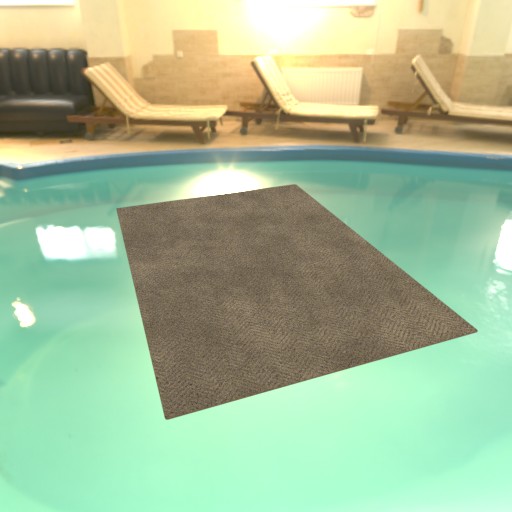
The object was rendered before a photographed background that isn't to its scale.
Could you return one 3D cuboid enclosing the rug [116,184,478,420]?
[{"bbox_3d":[0.000,0.000,2.933,1.600,0.008,2.235,-10,31,-17],"label":"rug"}]
